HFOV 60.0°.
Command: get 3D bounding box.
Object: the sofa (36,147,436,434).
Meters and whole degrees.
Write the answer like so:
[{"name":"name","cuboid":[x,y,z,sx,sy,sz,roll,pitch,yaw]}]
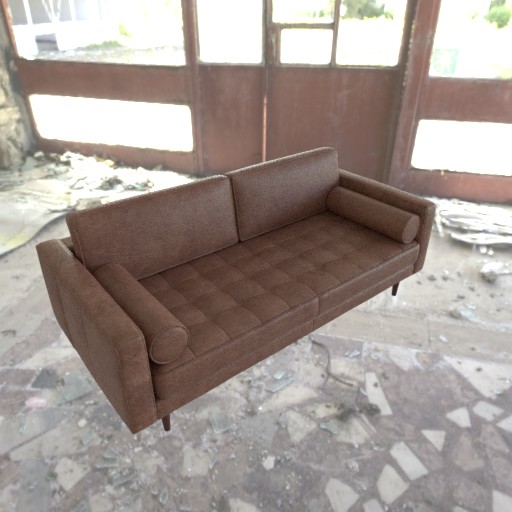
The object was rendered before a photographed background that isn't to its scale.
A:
[{"name":"sofa","cuboid":[0.000,0.000,2.290,1.870,0.760,0.910,-22,37,-33]}]
